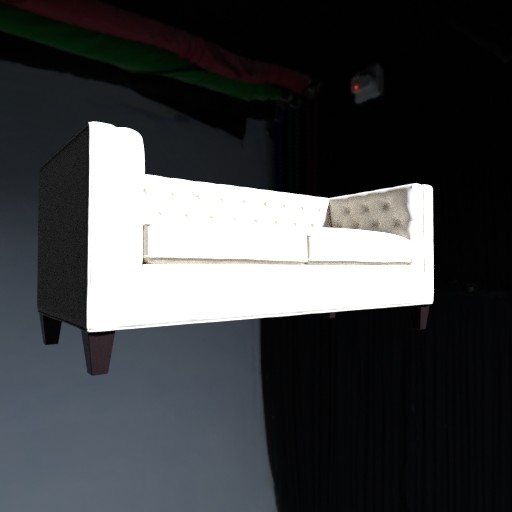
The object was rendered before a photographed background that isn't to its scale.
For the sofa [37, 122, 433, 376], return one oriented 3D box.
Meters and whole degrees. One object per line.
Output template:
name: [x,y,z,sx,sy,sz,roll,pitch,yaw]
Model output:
sofa: [0.000,0.000,2.125,1.778,0.762,0.775,1,-2,-36]
